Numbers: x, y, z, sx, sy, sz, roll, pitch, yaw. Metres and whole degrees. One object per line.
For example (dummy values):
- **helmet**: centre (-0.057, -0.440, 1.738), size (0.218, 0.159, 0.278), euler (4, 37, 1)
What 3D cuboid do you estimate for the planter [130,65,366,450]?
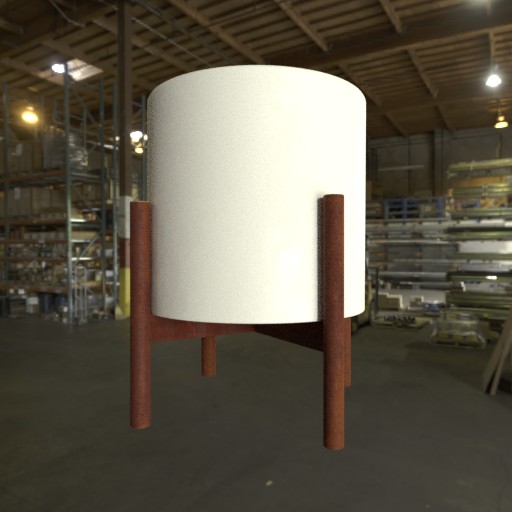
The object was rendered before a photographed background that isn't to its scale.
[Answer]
- **planter**: centre (0.000, 0.000, 0.876), size (0.420, 0.581, 0.421), euler (0, 1, 17)
